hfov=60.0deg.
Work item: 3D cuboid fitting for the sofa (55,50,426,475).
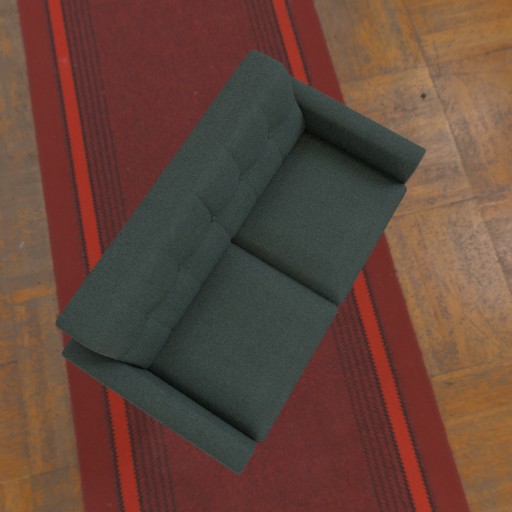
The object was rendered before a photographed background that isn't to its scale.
[{"bbox_3d":[0.000,0.000,2.071,0.909,0.841,1.631,31,78,7],"label":"sofa"}]
